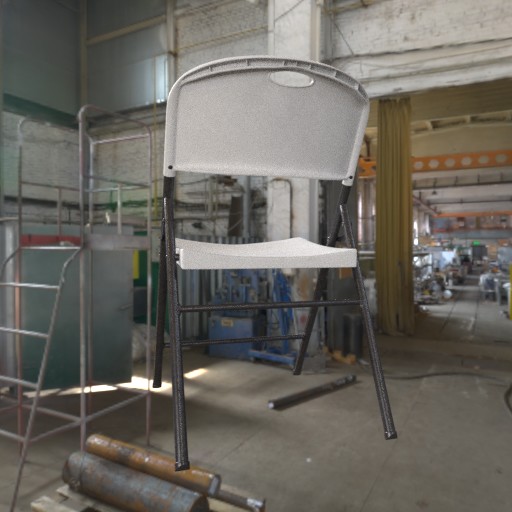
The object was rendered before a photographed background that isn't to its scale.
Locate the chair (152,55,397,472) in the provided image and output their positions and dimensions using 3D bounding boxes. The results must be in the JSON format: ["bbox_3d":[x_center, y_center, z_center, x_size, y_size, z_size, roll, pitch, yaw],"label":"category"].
[{"bbox_3d":[0.000,0.000,1.159,0.494,0.810,0.566,0,1,-18],"label":"chair"}]
